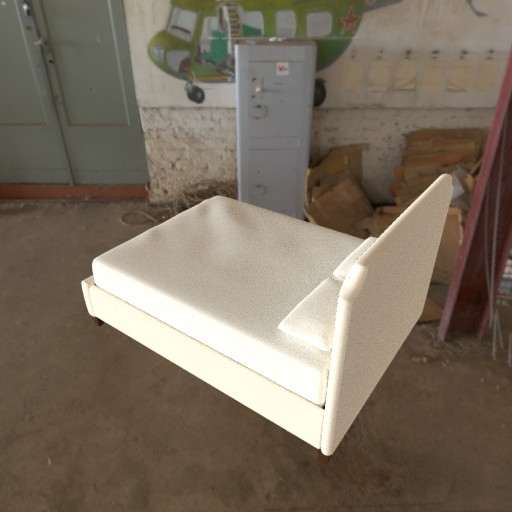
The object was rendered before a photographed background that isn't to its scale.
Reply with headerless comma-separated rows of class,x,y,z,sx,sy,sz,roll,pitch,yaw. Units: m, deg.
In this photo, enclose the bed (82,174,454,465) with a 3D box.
bed,0.000,0.000,3.498,2.365,1.443,1.712,21,37,30
